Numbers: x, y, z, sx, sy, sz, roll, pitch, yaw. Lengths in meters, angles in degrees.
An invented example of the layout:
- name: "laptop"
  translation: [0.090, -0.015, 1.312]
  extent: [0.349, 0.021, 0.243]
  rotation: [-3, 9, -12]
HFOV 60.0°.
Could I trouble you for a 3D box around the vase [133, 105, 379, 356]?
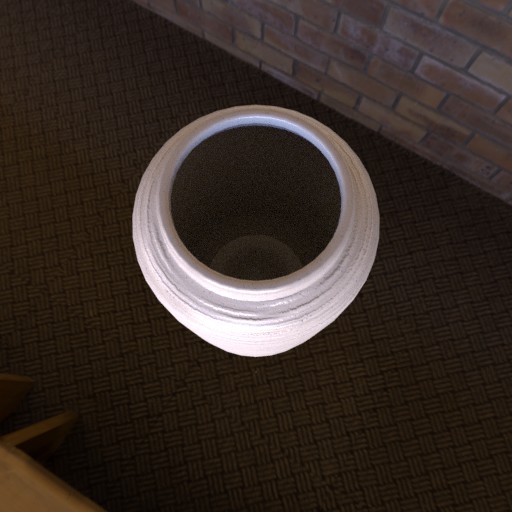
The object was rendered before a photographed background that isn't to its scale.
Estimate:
- name: "vase"
  translation: [0.000, 0.000, 0.466]
  extent: [0.202, 0.335, 0.202]
  rotation: [0, 75, 0]
